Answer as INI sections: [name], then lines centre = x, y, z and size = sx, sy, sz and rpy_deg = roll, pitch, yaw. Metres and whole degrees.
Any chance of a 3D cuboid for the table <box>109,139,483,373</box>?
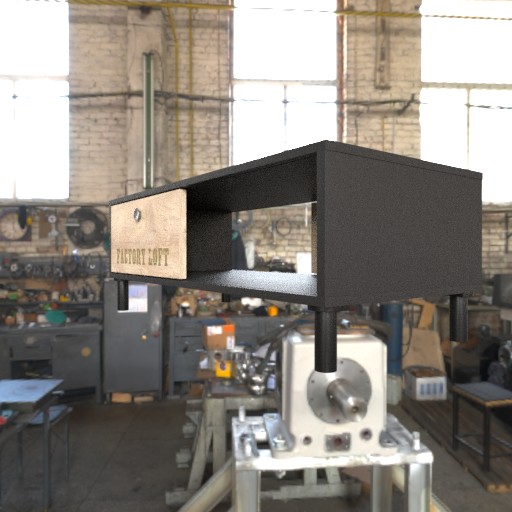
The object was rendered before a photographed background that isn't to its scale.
[table]
centre = 0.000, 0.000, 1.338
size = 0.550, 0.400, 1.100
rpy_deg = 0, 1, -36
